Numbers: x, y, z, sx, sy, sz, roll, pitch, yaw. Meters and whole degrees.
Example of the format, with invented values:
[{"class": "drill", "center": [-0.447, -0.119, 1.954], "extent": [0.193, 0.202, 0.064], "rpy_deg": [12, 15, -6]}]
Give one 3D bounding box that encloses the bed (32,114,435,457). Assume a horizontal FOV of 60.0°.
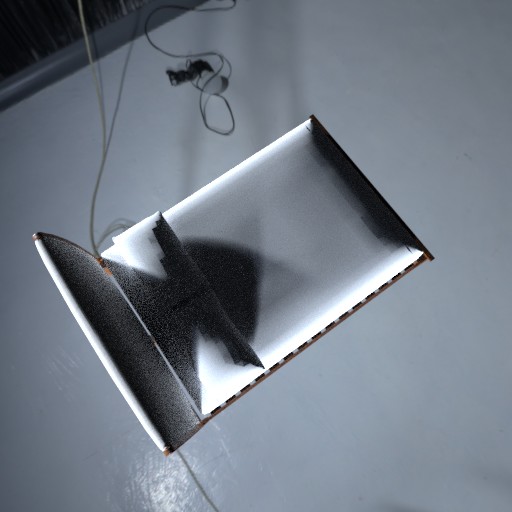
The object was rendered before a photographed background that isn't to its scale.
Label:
[{"class": "bed", "center": [0.000, 0.000, 3.352], "extent": [2.380, 1.250, 1.612], "rpy_deg": [-35, 78, -9]}]
